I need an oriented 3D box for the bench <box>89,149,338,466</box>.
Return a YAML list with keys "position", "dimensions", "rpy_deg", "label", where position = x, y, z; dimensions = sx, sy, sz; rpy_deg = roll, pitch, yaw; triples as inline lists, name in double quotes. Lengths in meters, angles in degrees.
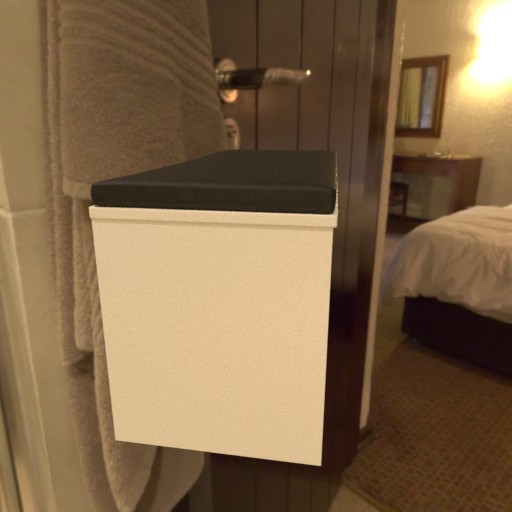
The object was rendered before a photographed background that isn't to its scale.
- position: [0.000, 0.000, 1.171]
  dimensions: [0.401, 0.500, 0.899]
  rpy_deg: [3, 17, 9]
  label: "bench"
